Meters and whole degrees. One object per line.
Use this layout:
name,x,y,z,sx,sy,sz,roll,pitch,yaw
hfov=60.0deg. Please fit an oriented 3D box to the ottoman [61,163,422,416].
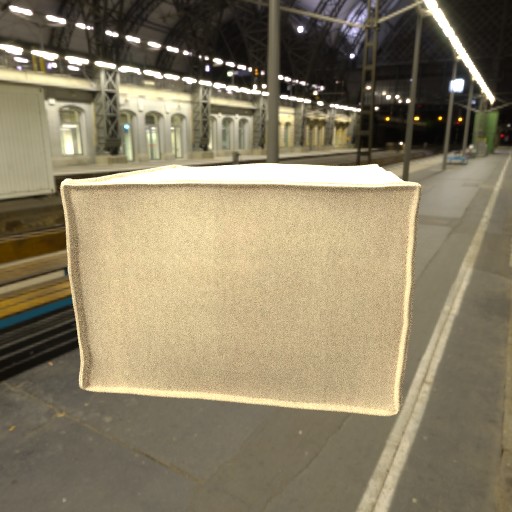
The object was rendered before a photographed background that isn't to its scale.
ottoman,0.000,0.000,1.165,0.707,0.470,0.696,2,15,8
